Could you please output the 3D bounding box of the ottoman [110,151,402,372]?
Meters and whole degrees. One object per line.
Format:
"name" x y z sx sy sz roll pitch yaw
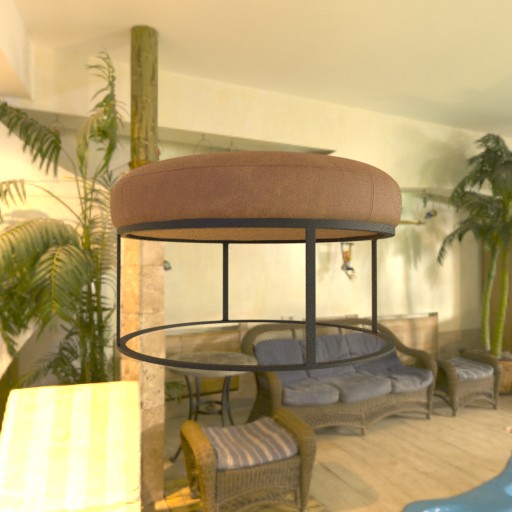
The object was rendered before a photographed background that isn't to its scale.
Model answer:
"ottoman" 0.000 0.000 1.228 0.771 0.460 0.771 0 -1 0
